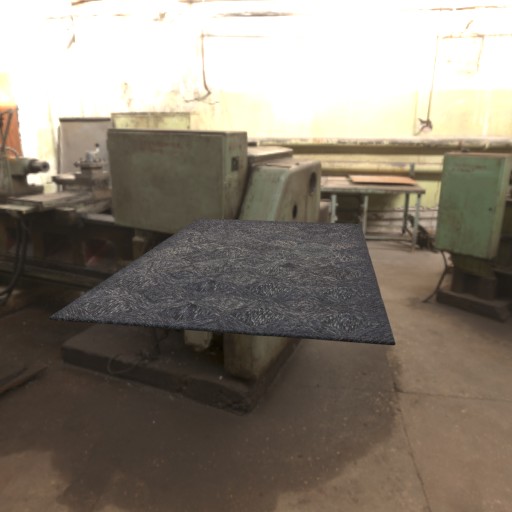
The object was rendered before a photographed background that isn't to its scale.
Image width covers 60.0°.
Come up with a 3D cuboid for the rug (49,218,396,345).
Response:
[{"bbox_3d":[0.000,0.000,2.243,1.139,0.010,1.754,3,16,9],"label":"rug"}]
